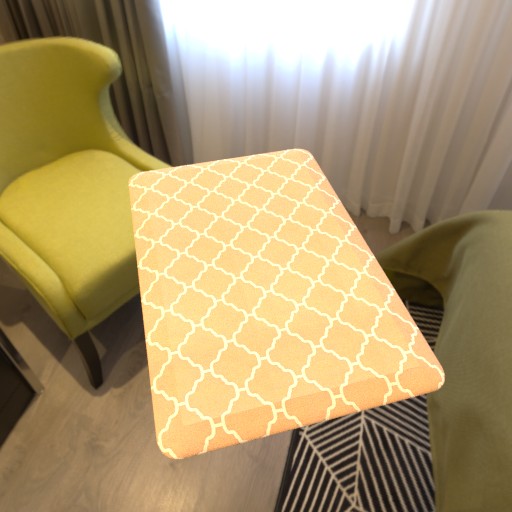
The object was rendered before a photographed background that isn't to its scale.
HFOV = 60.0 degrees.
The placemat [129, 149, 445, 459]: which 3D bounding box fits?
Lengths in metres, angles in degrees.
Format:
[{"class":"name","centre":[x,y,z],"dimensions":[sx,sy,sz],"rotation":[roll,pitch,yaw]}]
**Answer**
[{"class":"placemat","centre":[0.000,0.000,0.971],"dimensions":[0.508,0.021,0.762],"rotation":[-11,48,-10]}]
